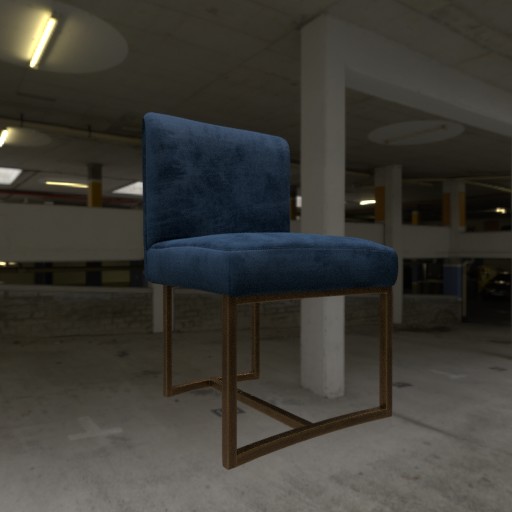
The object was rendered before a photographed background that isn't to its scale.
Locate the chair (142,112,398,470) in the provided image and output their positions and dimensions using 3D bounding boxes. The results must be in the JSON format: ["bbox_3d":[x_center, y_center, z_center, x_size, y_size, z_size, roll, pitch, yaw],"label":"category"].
[{"bbox_3d":[0.000,0.000,1.206,0.530,0.824,0.560,0,0,-35],"label":"chair"}]
